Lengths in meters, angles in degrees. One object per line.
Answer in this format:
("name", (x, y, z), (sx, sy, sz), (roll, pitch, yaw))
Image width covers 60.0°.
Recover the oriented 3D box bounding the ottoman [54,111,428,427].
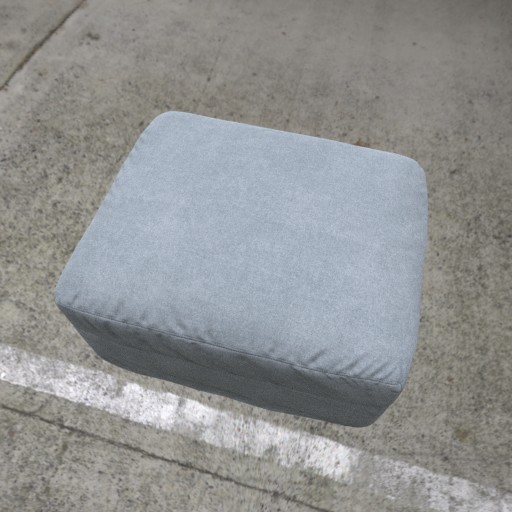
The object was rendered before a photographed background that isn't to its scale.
("ottoman", (0.000, 0.000, 1.222), (0.837, 0.481, 0.683), (13, 58, 8))
